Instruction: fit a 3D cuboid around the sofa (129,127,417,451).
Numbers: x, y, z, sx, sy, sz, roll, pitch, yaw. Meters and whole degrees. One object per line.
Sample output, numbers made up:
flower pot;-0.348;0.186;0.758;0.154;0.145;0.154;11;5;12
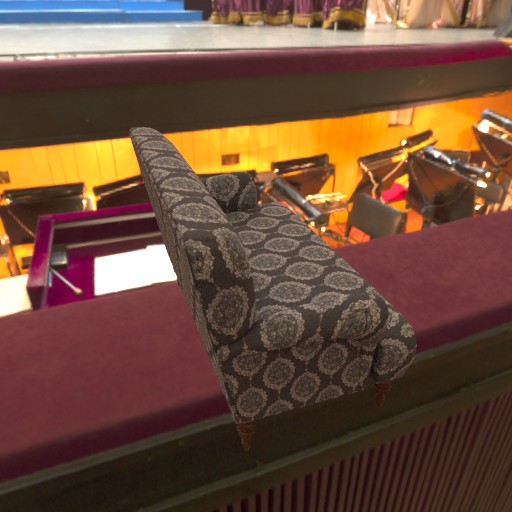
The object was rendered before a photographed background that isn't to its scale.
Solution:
sofa;0.000;0.000;1.828;0.779;0.867;1.297;-11;32;-18
